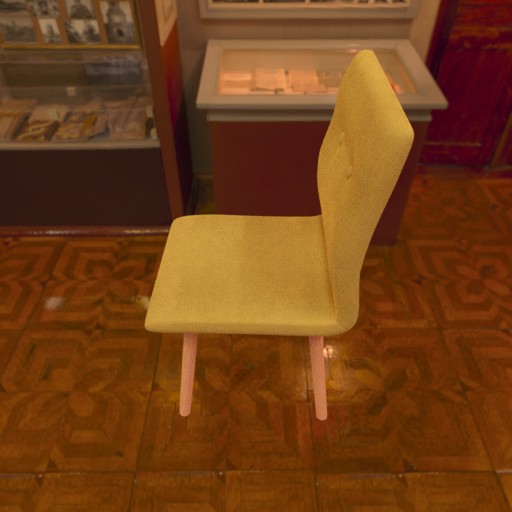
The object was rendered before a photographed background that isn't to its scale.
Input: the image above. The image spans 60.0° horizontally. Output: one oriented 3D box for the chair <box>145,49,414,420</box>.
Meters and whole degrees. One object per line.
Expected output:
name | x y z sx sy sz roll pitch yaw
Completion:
chair | 0.000 0.000 1.231 0.550 0.965 0.450 1 42 1
